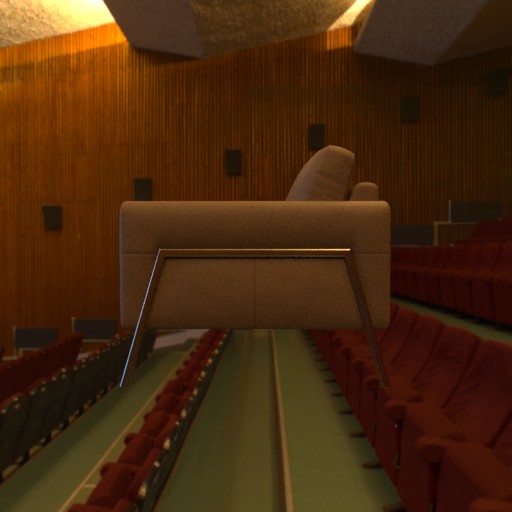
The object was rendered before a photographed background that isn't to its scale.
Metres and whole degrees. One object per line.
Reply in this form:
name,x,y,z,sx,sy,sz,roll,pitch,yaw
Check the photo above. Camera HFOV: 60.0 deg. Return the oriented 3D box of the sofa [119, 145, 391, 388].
sofa,0.000,0.000,2.516,0.953,0.875,2.017,0,1,0
